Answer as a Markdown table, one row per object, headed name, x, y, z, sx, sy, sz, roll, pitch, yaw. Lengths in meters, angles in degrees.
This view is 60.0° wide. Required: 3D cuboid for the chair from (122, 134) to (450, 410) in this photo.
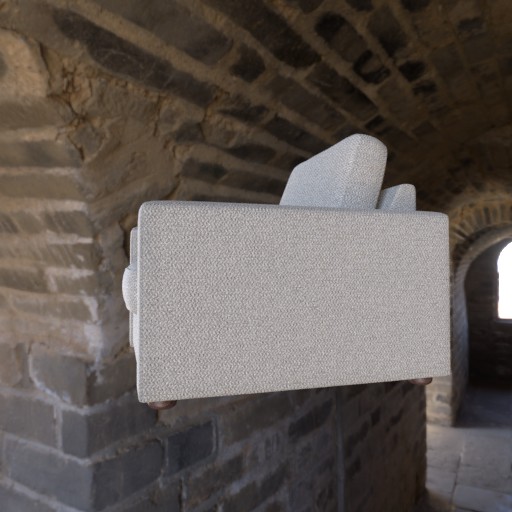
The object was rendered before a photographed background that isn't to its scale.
| name | x | y | z | sx | sy | sz | roll | pitch | yaw |
| --- | --- | --- | --- | --- | --- | --- | --- | --- | --- |
| chair | 0.000 | 0.000 | 1.763 | 1.016 | 0.873 | 1.005 | 0 | -1 | -17 |
